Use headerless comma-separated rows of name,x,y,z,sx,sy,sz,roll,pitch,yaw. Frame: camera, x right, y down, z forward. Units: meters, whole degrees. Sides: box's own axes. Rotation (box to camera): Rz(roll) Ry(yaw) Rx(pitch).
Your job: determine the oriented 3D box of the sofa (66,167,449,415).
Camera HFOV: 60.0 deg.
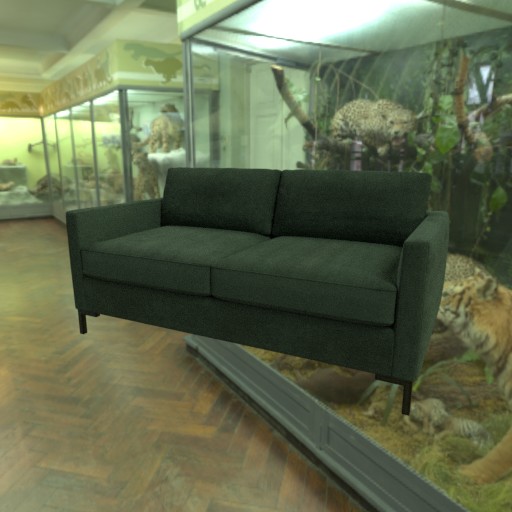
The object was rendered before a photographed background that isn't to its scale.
sofa,0.000,0.000,2.165,1.676,0.817,0.875,7,15,26
